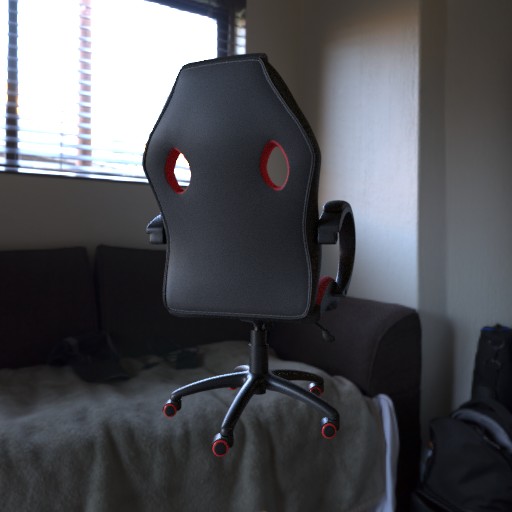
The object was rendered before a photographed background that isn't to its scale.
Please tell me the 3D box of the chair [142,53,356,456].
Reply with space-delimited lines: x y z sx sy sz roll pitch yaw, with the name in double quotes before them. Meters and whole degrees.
"chair" 0.000 0.000 1.625 0.673 1.187 0.724 0 2 18
